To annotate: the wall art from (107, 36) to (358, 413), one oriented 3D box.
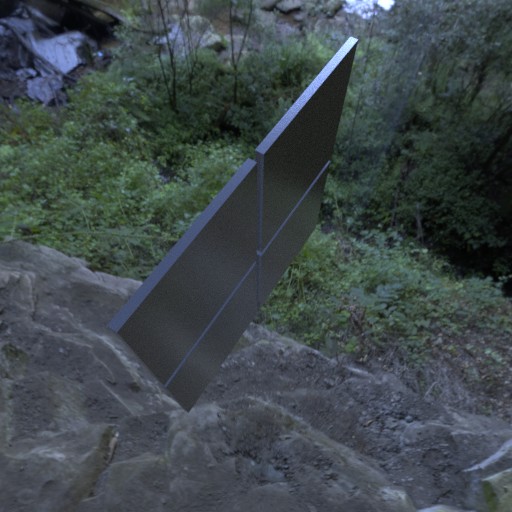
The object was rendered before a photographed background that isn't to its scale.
[{"bbox_3d":[0.000,0.000,1.651,0.029,1.118,1.118,30,66,15],"label":"wall art"}]
